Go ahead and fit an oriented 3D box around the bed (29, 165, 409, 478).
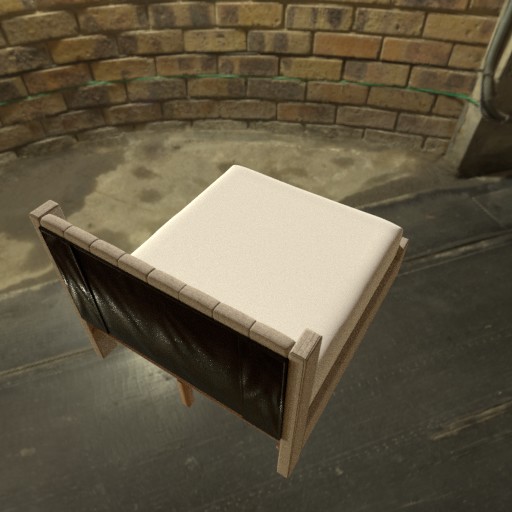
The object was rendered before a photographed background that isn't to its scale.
[{"bbox_3d":[0.000,0.000,3.812,2.044,1.748,2.372,24,51,22],"label":"bed"}]
